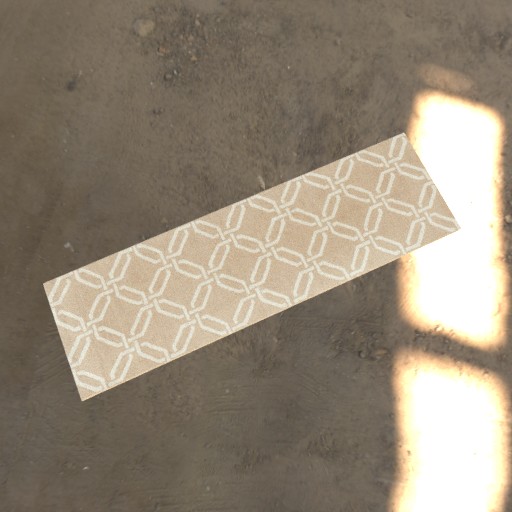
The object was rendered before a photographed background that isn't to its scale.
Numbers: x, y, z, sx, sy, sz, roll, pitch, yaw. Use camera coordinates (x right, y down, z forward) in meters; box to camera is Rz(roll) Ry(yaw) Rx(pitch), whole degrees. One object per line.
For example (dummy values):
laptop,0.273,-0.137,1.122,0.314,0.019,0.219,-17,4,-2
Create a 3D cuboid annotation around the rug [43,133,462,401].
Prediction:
rug,0.000,0.000,2.488,2.276,0.014,0.678,-23,76,-6
